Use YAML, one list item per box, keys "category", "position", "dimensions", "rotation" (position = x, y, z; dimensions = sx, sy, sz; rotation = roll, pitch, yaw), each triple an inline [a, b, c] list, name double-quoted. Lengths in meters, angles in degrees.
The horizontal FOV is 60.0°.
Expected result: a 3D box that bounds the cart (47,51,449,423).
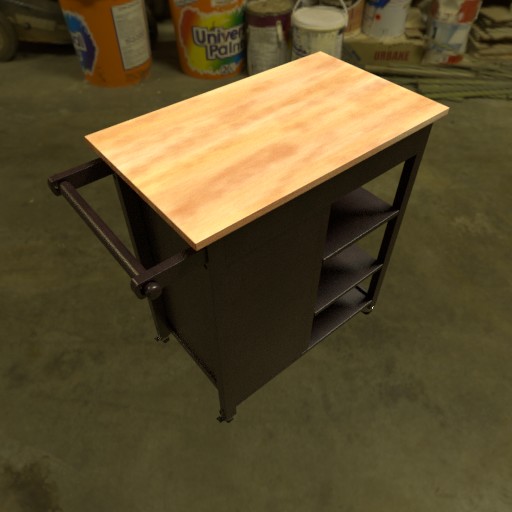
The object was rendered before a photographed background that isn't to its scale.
- category: "cart"
  position: [0.000, 0.000, 1.386]
  dimensions: [0.914, 0.878, 0.472]
  rotation: [-31, 53, -26]
